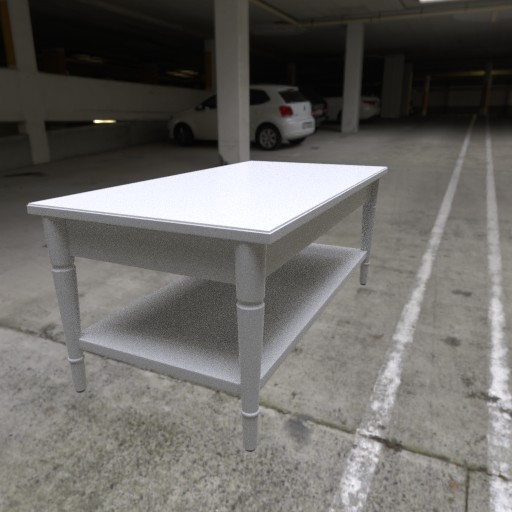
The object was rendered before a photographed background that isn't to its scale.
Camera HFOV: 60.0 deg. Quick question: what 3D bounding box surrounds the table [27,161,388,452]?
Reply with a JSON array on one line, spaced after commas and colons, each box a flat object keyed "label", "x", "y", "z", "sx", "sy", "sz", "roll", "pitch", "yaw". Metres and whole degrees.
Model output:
[{"label": "table", "x": 0.000, "y": 0.000, "z": 1.342, "sx": 0.559, "sy": 0.457, "sz": 1.067, "roll": 8, "pitch": 19, "yaw": 24}]
